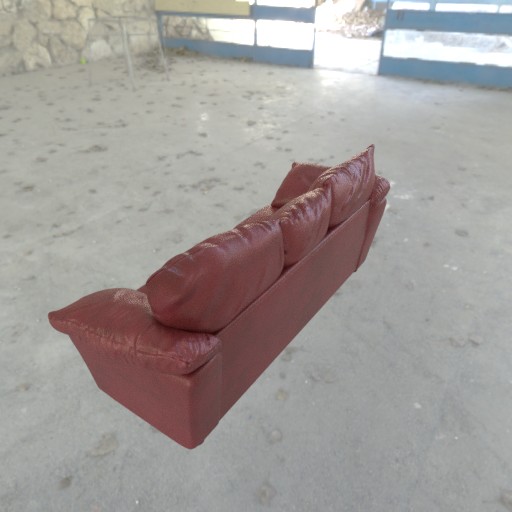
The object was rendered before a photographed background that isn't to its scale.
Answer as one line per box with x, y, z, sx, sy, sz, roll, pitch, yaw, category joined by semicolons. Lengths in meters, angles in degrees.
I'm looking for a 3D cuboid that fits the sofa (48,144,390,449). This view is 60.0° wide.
0.000;0.000;2.801;0.907;1.091;2.390;20;37;29;sofa
